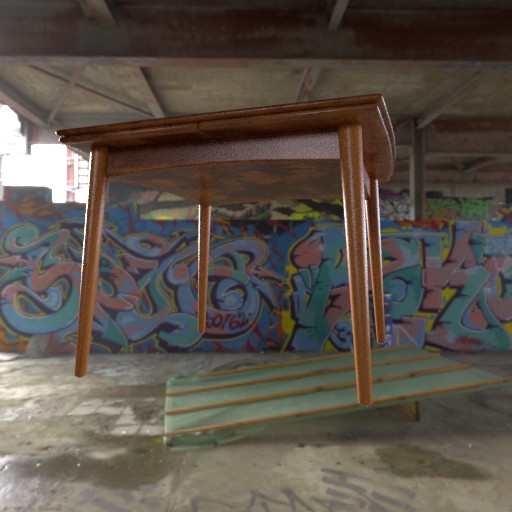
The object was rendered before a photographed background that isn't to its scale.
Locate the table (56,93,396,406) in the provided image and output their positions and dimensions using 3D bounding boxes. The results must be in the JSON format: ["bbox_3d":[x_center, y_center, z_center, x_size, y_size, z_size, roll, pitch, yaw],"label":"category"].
[{"bbox_3d":[0.000,0.000,1.645,0.991,0.754,0.991,0,-1,18],"label":"table"}]
